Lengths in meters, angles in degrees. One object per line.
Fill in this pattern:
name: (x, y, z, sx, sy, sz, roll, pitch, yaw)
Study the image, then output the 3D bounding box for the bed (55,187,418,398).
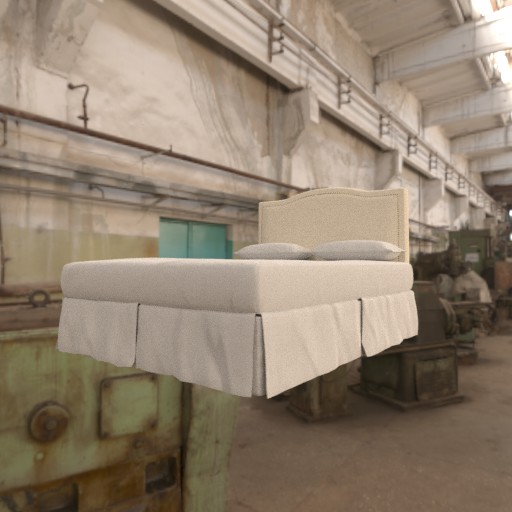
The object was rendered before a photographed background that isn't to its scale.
bed: (0.000, 0.000, 3.666, 1.977, 1.437, 2.477, -1, -1, 38)
